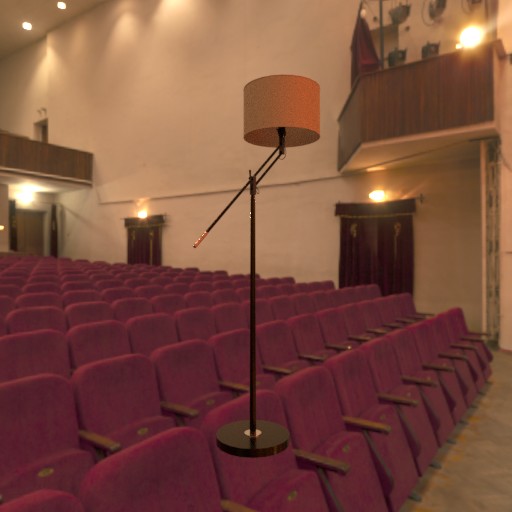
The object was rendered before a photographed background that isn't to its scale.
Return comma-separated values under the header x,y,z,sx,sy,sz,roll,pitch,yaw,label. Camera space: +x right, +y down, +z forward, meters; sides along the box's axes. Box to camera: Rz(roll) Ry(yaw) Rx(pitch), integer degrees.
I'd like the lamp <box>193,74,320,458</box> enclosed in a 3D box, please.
x,y,z,sx,sy,sz,roll,pitch,yaw,label
0.000,0.000,1.983,0.373,1.635,0.809,0,-1,35,lamp
